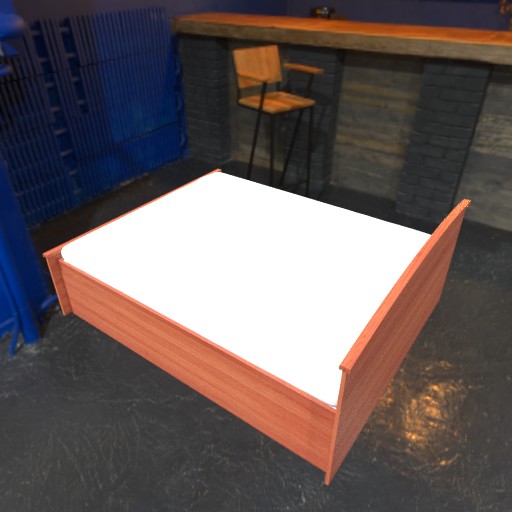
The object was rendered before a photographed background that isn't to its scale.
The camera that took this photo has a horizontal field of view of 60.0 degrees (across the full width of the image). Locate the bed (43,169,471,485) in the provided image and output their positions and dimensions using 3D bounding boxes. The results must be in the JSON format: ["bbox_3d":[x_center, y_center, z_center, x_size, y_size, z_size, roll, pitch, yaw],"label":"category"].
[{"bbox_3d":[0.000,0.000,2.858,2.053,0.848,1.683,22,39,29],"label":"bed"}]
